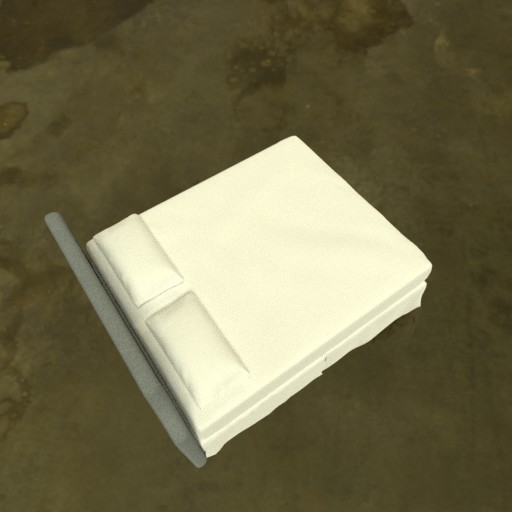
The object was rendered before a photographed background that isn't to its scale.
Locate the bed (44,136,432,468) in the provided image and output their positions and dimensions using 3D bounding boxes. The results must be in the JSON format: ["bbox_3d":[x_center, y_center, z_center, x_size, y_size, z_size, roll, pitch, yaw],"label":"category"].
[{"bbox_3d":[0.000,0.000,3.310,2.259,1.296,1.811,-31,63,-18],"label":"bed"}]
